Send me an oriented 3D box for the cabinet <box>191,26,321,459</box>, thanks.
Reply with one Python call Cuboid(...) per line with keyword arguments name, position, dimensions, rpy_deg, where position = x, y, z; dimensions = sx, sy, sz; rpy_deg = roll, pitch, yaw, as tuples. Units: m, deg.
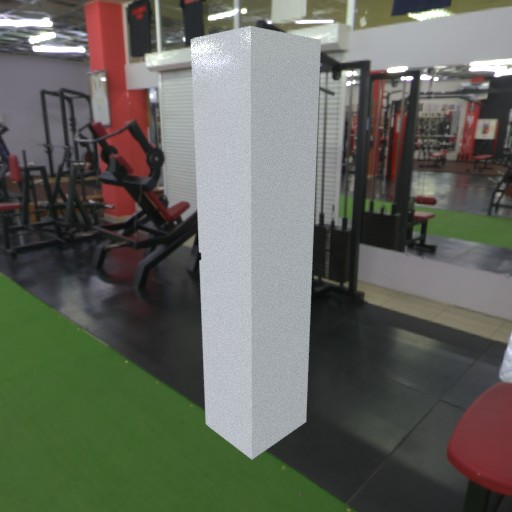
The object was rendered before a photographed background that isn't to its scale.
Cuboid(name="cabinet", position=(0.000, 0.000, 1.573), dimensions=(0.300, 1.400, 0.270), rpy_deg=(-16, 23, -42))
